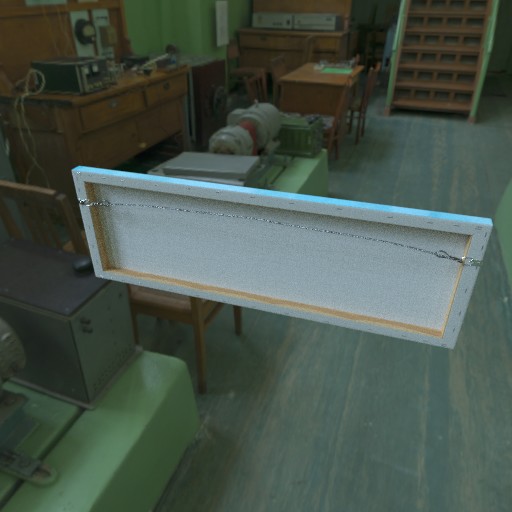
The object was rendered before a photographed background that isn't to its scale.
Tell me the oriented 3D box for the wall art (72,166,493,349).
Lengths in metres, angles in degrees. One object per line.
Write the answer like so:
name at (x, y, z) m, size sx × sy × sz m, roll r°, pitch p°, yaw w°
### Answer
wall art at (0.000, 0.000, 0.835) m, size 0.759 × 0.254 × 0.044 m, roll 10°, pitch 33°, yaw 15°
